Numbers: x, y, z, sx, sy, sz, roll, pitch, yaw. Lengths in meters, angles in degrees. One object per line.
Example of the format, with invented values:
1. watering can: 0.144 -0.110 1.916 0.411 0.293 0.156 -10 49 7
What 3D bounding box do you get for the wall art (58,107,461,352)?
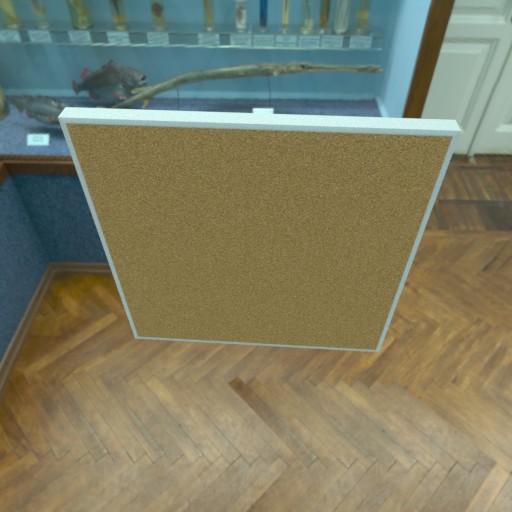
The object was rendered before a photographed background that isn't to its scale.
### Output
1. wall art: 0.000 0.000 1.131 0.768 0.765 0.041 3 46 3
